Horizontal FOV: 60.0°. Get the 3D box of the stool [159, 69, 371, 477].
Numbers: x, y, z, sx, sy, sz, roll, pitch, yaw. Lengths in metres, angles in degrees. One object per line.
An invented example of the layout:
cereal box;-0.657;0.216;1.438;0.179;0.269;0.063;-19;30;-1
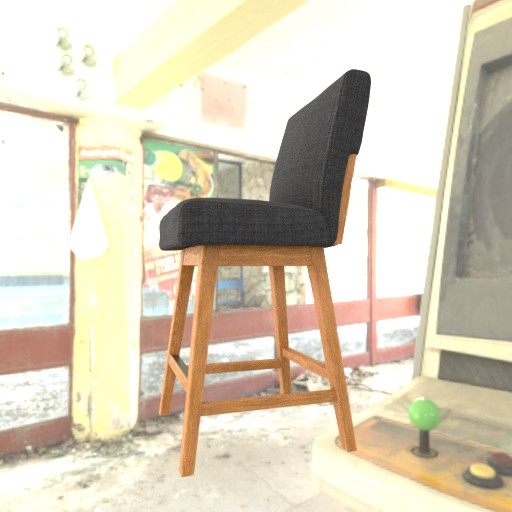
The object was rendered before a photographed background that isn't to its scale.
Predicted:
stool;0.000;0.000;1.305;0.526;1.010;0.459;0;-1;-18
